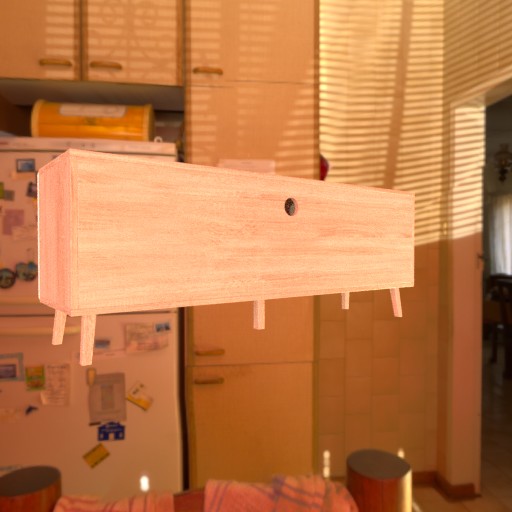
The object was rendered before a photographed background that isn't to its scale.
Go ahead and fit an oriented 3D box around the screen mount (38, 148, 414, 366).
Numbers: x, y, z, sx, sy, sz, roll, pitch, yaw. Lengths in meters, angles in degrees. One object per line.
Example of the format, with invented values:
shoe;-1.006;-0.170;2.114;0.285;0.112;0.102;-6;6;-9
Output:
screen mount;0.000;0.000;1.751;1.500;0.570;0.420;-1;1;-37
